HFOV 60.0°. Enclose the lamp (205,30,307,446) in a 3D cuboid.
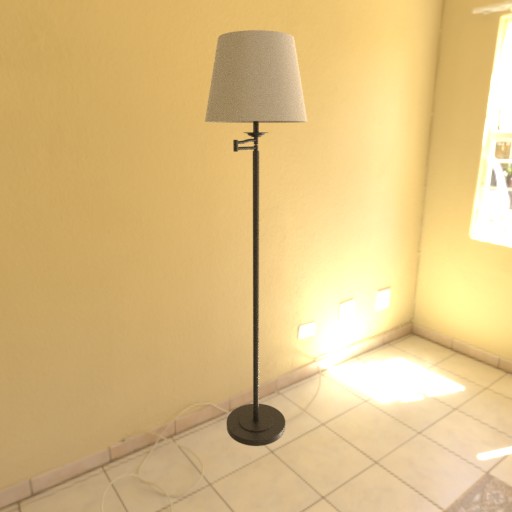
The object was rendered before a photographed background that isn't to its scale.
[{"bbox_3d":[0.000,0.000,1.644,0.348,1.473,0.348,15,21,42],"label":"lamp"}]
